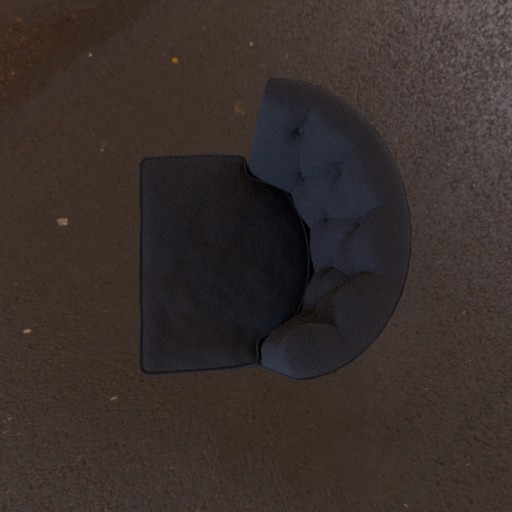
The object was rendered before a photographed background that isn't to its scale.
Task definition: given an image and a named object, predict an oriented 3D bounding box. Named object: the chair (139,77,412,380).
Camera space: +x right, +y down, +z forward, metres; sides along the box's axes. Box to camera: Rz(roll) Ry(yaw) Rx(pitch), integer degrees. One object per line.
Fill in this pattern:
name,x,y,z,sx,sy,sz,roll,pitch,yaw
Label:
chair,0.000,0.000,1.365,0.718,0.771,0.740,-4,75,-1
